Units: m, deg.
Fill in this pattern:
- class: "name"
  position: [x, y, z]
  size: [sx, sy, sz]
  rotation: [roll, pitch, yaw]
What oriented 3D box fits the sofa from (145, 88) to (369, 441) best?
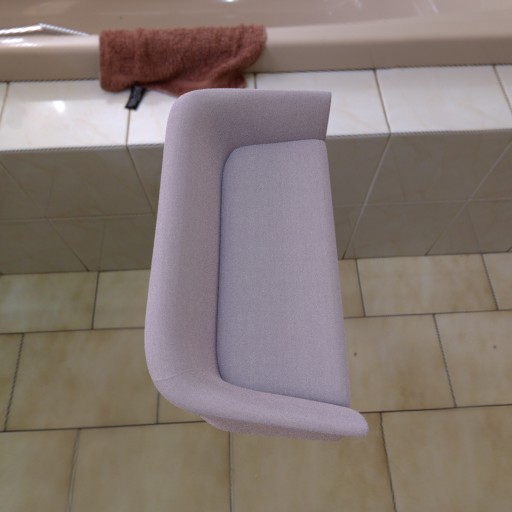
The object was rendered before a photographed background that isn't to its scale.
- class: "sofa"
  position: [0.000, 0.000, 1.873]
  size: [0.705, 0.721, 1.452]
  rotation: [0, 64, 0]
